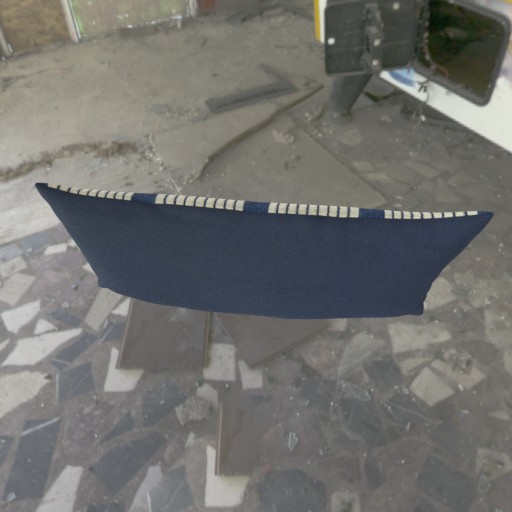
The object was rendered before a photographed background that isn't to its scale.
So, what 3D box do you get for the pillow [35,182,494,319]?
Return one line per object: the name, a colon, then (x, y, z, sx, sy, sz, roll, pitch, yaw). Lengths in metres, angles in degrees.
pillow: (0.000, 0.000, 0.706, 0.608, 0.292, 0.156, 4, 47, 4)
